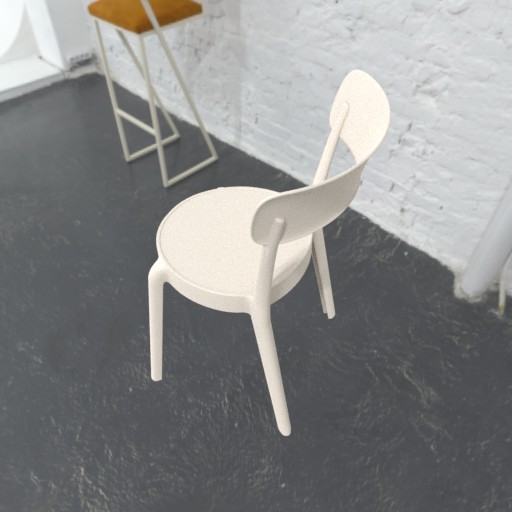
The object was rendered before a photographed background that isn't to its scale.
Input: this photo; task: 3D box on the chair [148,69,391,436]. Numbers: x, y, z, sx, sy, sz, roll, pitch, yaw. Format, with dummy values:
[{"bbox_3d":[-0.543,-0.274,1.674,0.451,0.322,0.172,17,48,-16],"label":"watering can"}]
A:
[{"bbox_3d":[0.000,0.000,1.105,0.491,0.790,0.506,17,47,16],"label":"chair"}]
